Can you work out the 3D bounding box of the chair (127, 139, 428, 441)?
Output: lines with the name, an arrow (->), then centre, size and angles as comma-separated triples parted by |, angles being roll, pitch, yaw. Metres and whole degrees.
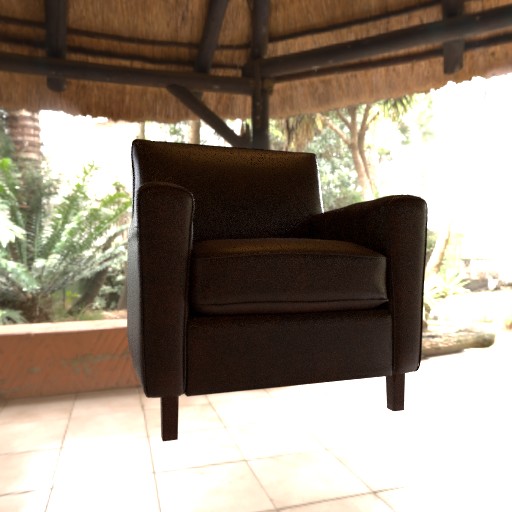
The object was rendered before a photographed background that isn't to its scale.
chair -> 0.000, 0.000, 1.573 | 0.870, 0.943, 0.823 | 0, 0, -18
